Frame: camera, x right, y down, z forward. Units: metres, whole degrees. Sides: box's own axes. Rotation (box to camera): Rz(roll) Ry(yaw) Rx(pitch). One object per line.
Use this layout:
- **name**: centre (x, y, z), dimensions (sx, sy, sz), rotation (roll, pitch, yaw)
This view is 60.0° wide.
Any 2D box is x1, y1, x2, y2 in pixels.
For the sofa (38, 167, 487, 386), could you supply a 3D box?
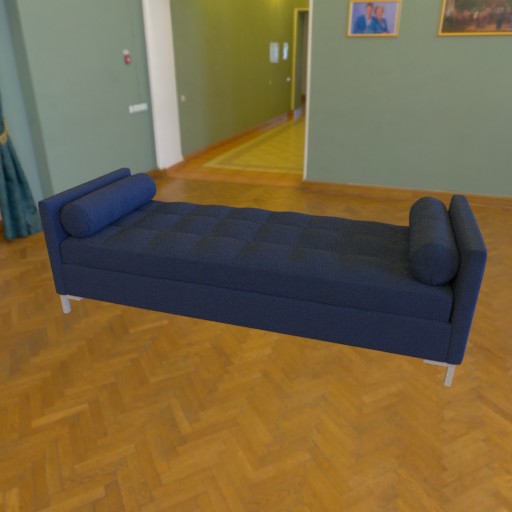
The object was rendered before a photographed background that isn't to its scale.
- **sofa**: centre (0.000, 0.000, 2.412), dimensions (2.102, 0.657, 0.797), rotation (7, 26, 16)
